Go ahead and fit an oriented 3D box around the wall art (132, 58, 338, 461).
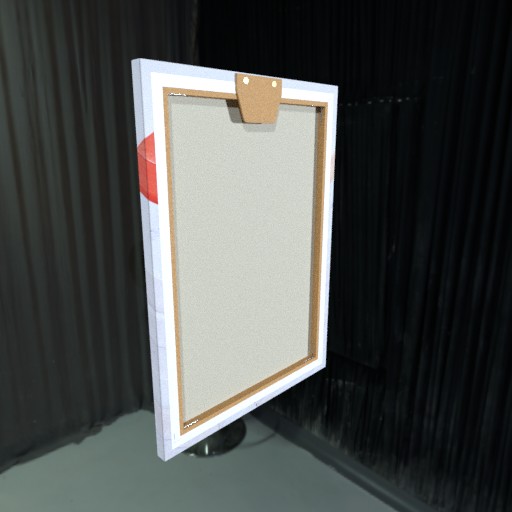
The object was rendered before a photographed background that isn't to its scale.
[{"bbox_3d":[0.000,0.000,1.115,0.036,0.848,0.613,14,20,43],"label":"wall art"}]
